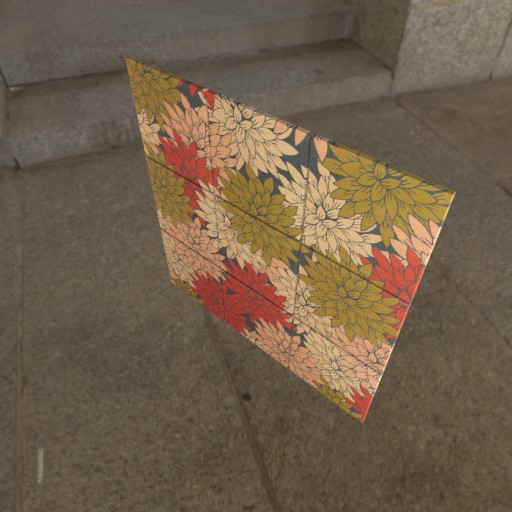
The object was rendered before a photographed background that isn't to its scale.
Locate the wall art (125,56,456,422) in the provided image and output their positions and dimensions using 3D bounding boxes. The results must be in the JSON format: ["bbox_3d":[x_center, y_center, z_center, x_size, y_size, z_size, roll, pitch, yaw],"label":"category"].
[{"bbox_3d":[0.000,0.000,1.298,0.904,0.913,0.013,32,53,27],"label":"wall art"}]
